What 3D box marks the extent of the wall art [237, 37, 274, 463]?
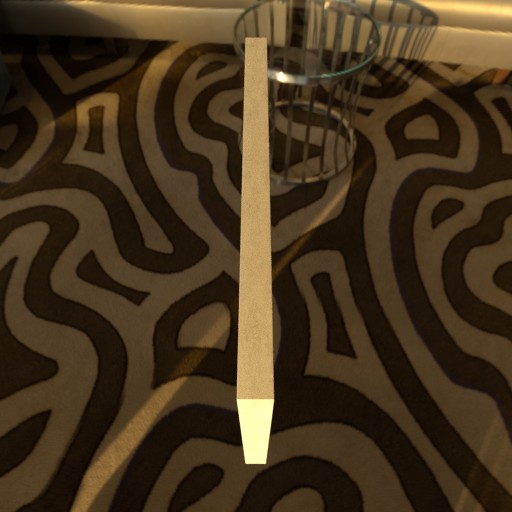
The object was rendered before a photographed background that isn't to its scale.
[{"bbox_3d":[0.000,0.000,0.680,0.032,0.380,0.532,0,57,0],"label":"wall art"}]
